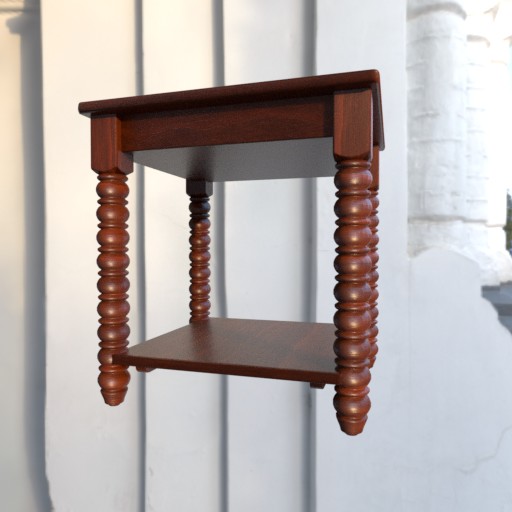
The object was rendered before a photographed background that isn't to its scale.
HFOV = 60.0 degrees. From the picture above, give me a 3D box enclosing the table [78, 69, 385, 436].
[{"bbox_3d":[0.000,0.000,0.973,0.533,0.567,0.500,0,1,17],"label":"table"}]
